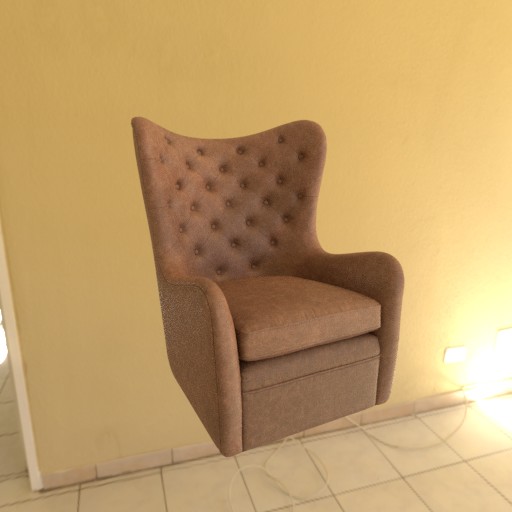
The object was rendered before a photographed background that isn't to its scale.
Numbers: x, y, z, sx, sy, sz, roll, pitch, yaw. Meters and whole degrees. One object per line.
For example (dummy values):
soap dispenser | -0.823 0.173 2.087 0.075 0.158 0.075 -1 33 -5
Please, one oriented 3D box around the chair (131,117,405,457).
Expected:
chair | 0.000 0.000 1.791 0.831 1.079 0.930 -8 17 -26
